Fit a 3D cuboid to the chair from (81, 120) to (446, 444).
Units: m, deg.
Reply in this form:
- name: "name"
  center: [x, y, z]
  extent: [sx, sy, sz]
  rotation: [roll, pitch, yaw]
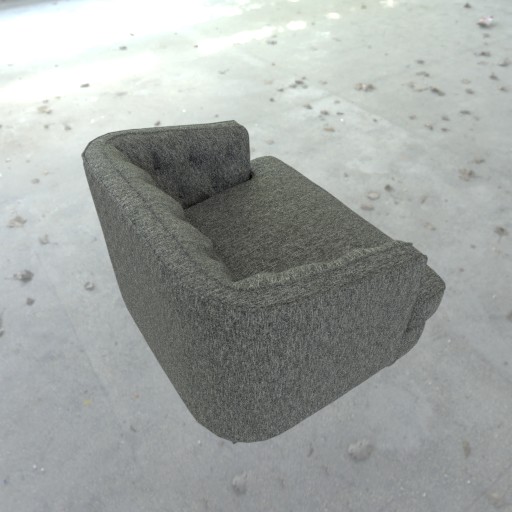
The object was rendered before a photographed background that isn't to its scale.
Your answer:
- name: "chair"
  center: [0.000, 0.000, 1.701]
  extent: [0.941, 0.852, 1.104]
  rotation: [-25, 48, -24]
